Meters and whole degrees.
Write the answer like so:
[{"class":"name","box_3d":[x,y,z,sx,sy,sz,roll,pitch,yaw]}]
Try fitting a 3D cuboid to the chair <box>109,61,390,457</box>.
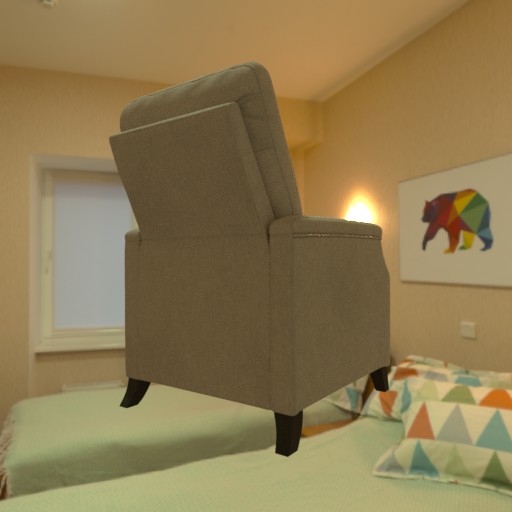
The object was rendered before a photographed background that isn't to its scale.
[{"class":"chair","box_3d":[0.000,0.000,1.613,0.710,1.049,0.922,-1,-1,36]}]
